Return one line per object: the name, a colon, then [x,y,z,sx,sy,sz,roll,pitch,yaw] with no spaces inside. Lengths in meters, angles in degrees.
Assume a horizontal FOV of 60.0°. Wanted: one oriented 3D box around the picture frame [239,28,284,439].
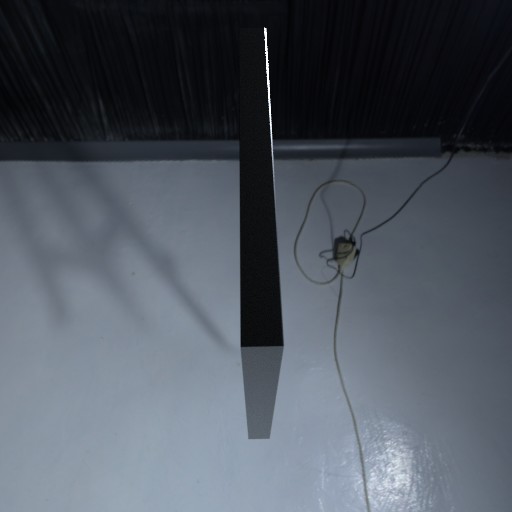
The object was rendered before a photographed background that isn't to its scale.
picture frame: [0.000,0.000,0.531,0.029,0.353,0.355,-1,59,-1]
